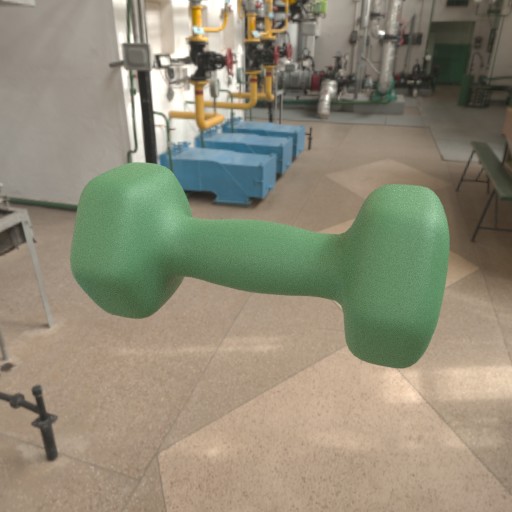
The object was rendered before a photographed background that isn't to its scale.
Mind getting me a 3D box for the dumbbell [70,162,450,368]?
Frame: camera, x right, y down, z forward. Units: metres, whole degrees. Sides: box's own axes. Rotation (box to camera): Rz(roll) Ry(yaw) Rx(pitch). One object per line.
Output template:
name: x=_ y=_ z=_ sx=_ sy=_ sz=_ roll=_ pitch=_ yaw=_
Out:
dumbbell: x=0.000 y=0.000 z=0.326 sx=0.257 sy=0.114 sz=0.126 roll=8 pitch=28 yaw=16
